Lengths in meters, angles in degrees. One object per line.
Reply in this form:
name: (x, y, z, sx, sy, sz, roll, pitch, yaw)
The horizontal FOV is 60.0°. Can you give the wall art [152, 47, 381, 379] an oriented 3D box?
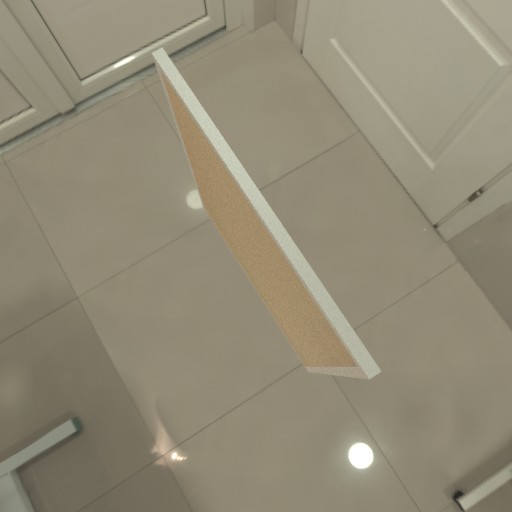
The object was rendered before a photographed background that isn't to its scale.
wall art: (0.000, 0.000, 0.638, 0.013, 0.456, 0.382, -31, 78, -7)
